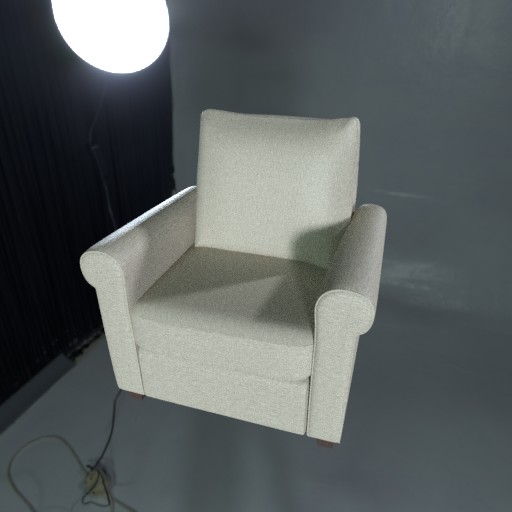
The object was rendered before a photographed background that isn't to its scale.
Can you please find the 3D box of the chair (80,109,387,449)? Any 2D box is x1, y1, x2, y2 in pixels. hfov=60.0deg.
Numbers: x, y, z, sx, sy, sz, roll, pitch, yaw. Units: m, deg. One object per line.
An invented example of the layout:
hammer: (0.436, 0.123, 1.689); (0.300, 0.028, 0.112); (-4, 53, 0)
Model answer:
chair: (0.000, 0.000, 2.331); (1.275, 1.349, 1.180); (8, 28, 16)
